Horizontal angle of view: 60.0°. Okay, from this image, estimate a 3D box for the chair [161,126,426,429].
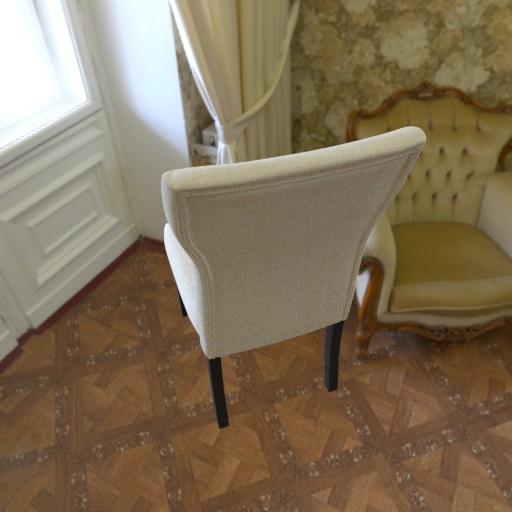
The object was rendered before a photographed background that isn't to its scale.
[{"bbox_3d":[0.000,0.000,1.267,0.509,0.921,0.597,-13,43,-15],"label":"chair"}]
